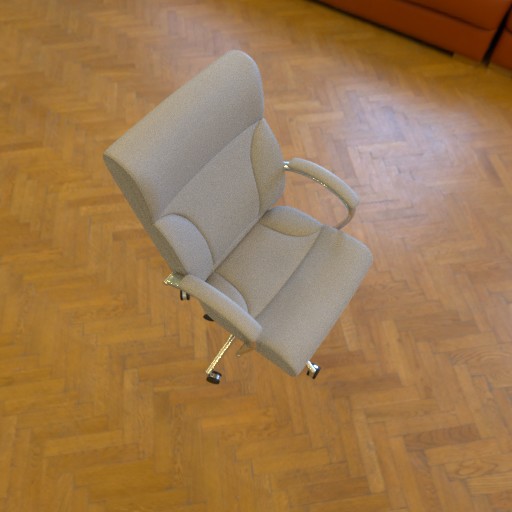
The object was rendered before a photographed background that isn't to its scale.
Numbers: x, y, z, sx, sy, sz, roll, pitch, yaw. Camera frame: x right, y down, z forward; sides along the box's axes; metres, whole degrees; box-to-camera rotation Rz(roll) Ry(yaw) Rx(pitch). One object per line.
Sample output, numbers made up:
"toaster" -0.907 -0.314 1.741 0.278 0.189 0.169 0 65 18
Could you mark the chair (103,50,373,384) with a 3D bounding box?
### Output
"chair" 0.000 0.000 1.600 0.745 1.099 0.727 31 63 18
